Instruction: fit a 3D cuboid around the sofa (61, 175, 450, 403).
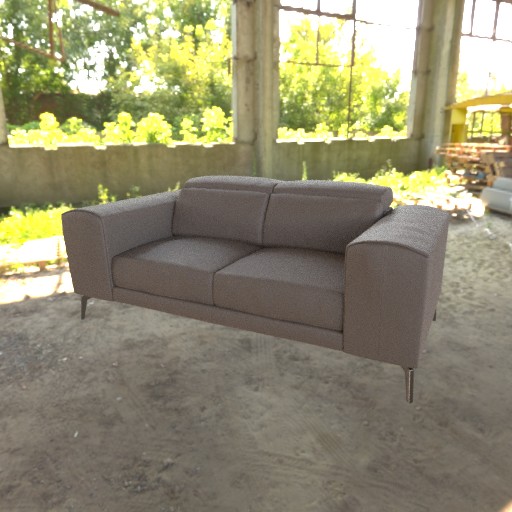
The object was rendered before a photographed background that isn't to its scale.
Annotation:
[{"bbox_3d":[0.000,0.000,2.449,1.895,0.779,1.003,8,17,26],"label":"sofa"}]
